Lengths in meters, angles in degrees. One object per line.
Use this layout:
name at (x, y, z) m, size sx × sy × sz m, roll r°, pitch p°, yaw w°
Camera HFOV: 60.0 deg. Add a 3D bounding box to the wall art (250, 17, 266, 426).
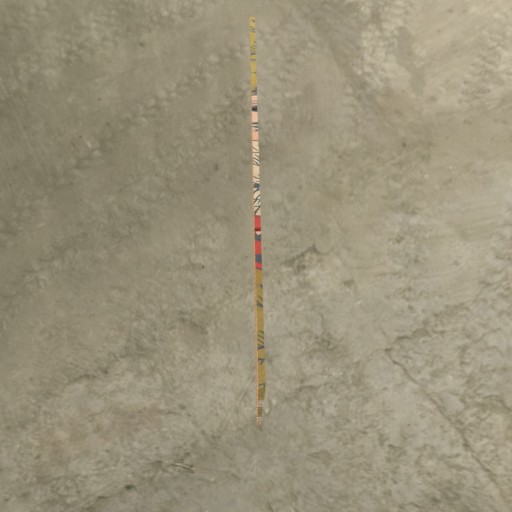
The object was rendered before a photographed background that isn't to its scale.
wall art at (0.000, 0.000, 1.341) m, size 0.013 × 0.913 × 0.904 m, roll -1°, pitch 65°, yaw -1°
